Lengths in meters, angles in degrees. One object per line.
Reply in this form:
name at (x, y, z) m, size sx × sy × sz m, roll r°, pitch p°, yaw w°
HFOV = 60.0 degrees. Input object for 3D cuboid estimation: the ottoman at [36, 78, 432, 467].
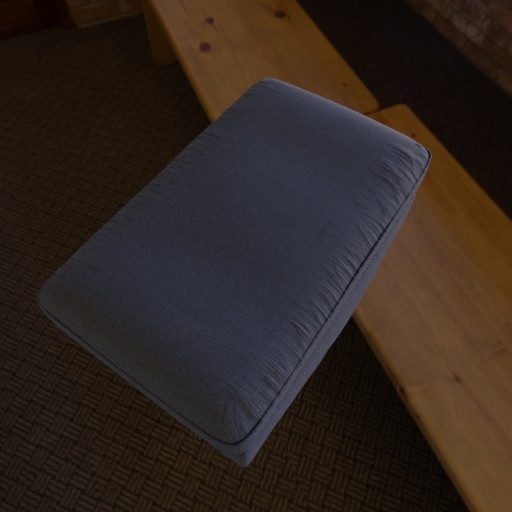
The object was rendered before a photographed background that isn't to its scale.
ottoman at (0.000, 0.000, 1.169) m, size 0.570 × 0.438 × 0.885 m, roll 31°, pitch 64°, yaw 17°
